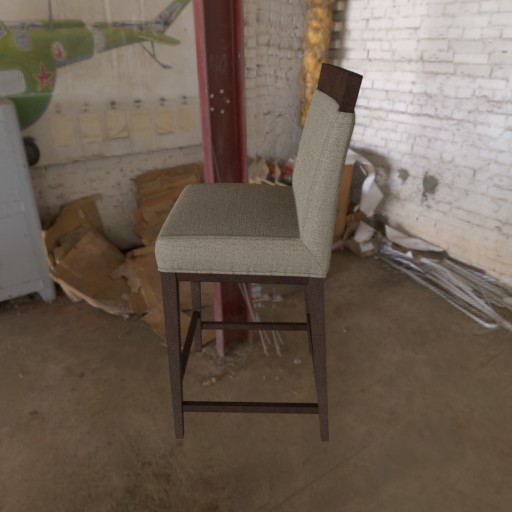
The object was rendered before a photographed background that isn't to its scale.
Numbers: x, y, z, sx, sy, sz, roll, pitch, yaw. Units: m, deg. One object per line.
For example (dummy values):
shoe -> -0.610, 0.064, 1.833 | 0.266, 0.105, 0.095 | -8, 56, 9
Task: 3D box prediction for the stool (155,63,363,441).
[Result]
stool -> 0.000, 0.000, 1.422 | 0.531, 1.117, 0.511 | 1, 26, 1
